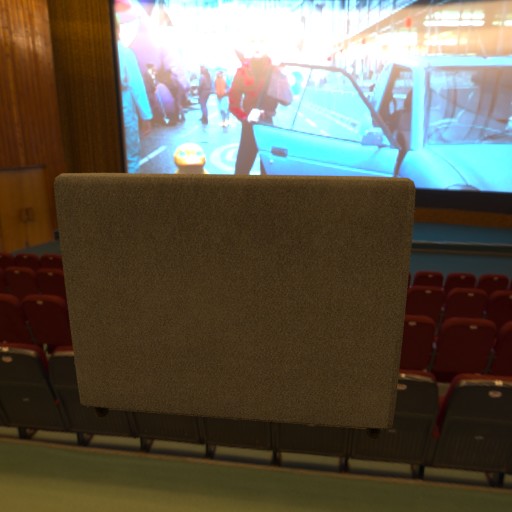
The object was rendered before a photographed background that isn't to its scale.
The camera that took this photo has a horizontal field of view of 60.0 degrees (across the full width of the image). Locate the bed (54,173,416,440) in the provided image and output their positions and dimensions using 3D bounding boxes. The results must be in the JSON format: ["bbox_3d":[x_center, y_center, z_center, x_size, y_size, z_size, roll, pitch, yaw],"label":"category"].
[{"bbox_3d":[0.000,0.000,3.142,1.713,1.330,2.142,2,16,7],"label":"bed"}]
